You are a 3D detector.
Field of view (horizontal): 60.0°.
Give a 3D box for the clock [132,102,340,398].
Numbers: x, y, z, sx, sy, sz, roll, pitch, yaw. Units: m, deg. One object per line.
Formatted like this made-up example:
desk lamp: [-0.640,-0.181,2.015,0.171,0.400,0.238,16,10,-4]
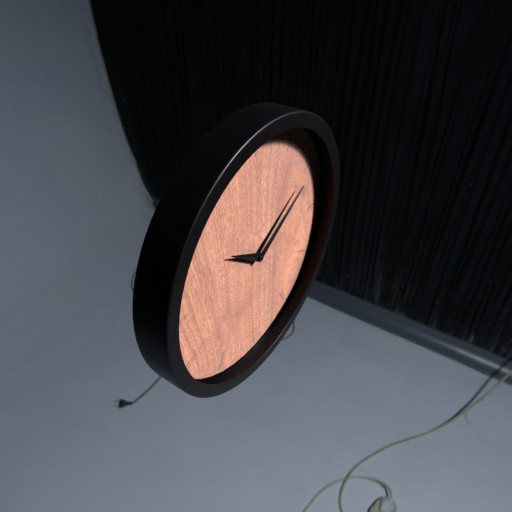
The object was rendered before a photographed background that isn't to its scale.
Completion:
clock: [0.000,0.000,0.480,0.040,0.314,0.314,24,44,27]
